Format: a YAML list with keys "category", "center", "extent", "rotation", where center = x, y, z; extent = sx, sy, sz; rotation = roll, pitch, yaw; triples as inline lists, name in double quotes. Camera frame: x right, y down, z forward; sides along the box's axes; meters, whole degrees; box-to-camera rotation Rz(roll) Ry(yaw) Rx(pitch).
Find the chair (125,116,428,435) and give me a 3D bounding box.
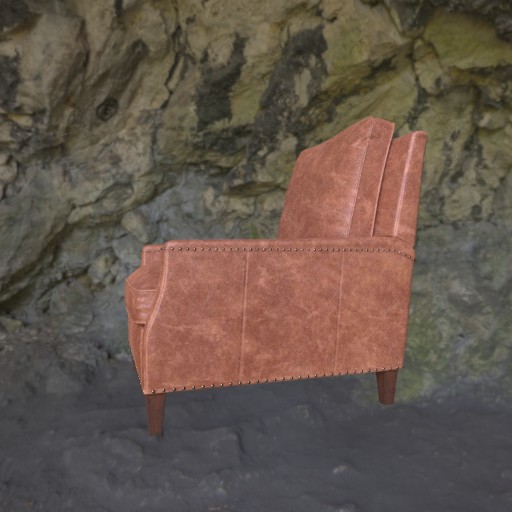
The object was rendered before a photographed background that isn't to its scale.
- category: "chair"
  center: [0.000, 0.000, 1.830]
  extent: [1.035, 1.054, 0.854]
  rotation: [0, 0, -19]
